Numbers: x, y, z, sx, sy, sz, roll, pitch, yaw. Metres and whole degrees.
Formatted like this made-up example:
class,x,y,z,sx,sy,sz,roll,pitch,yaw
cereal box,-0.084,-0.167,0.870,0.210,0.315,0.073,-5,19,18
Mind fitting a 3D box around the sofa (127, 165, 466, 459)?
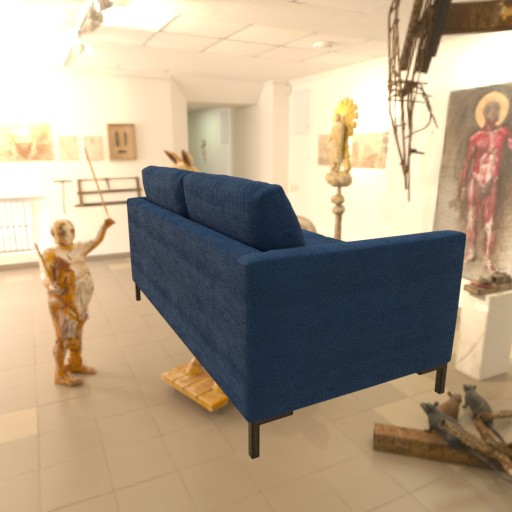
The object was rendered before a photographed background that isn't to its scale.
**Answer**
class,x,y,z,sx,sy,sz,roll,pitch,yaw
sofa,0.000,0.000,2.120,0.875,0.817,1.676,-7,15,-26
